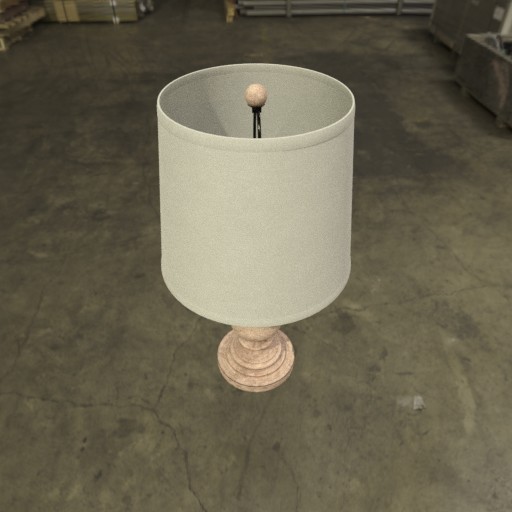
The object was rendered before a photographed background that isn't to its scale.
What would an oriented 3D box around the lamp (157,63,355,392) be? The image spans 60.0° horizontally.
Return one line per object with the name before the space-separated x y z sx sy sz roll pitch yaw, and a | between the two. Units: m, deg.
lamp | 0.000 0.000 0.648 0.273 0.497 0.273 0 41 0
